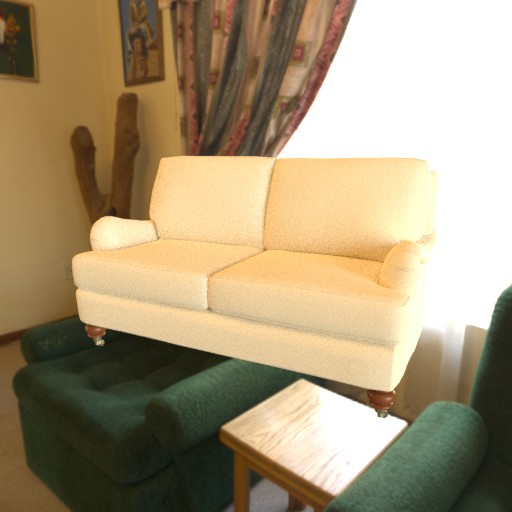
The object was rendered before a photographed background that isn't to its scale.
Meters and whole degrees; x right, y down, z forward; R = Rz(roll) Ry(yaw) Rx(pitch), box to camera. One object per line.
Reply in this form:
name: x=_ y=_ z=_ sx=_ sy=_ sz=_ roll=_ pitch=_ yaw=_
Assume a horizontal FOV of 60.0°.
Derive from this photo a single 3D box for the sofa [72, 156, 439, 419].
sofa: x=0.000 y=0.000 z=2.521 sx=1.853 sy=1.101 sz=1.084 roll=6 pitch=15 yaw=26
